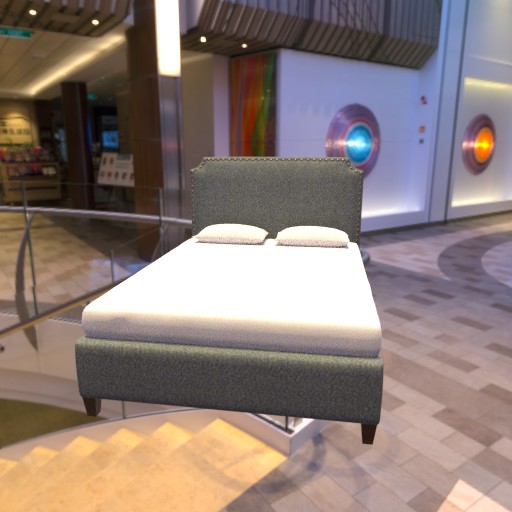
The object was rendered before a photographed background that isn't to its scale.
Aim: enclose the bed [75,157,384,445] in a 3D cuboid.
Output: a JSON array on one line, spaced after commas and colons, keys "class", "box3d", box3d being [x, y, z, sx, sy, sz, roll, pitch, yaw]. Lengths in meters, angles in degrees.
[{"class": "bed", "box3d": [0.000, 0.000, 3.403, 1.712, 1.443, 2.372, 2, 14, 9]}]
